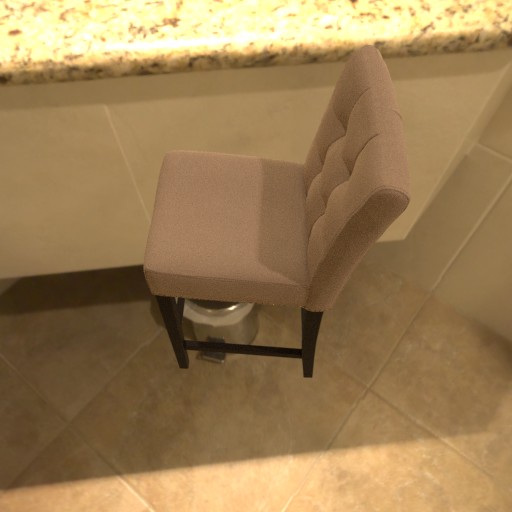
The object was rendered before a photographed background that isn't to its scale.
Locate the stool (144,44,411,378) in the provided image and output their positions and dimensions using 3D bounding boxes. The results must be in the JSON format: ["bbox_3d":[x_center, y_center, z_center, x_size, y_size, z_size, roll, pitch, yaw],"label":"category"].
[{"bbox_3d":[0.000,0.000,1.255,0.548,1.047,0.411,1,58,1],"label":"stool"}]
